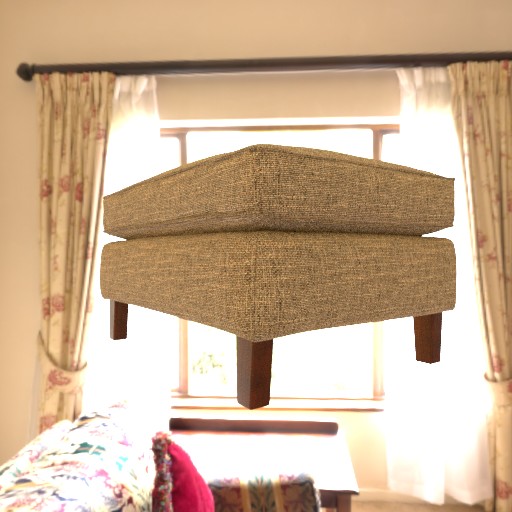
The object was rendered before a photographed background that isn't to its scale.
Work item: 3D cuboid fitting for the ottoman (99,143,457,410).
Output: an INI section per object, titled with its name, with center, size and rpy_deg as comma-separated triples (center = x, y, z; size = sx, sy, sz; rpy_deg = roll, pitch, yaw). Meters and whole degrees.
[ottoman]
center = 0.000, 0.000, 0.960
size = 0.508, 0.406, 0.686
rpy_deg = 0, 1, -35
